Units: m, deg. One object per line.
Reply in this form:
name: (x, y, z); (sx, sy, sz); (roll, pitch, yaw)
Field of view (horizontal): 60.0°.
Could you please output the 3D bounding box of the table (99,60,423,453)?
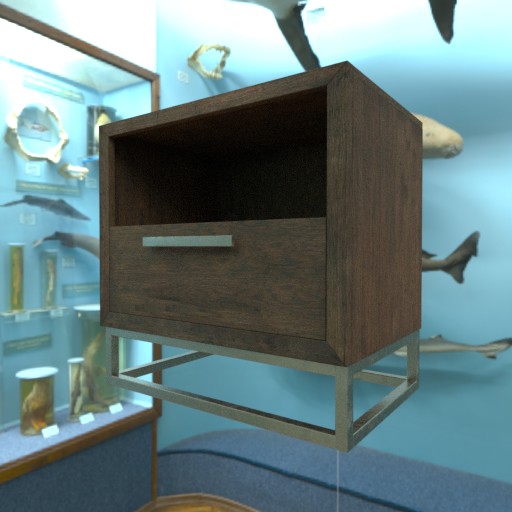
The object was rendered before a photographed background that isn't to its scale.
table: (0.000, 0.000, 1.251); (0.767, 0.746, 0.542); (1, 1, 36)
